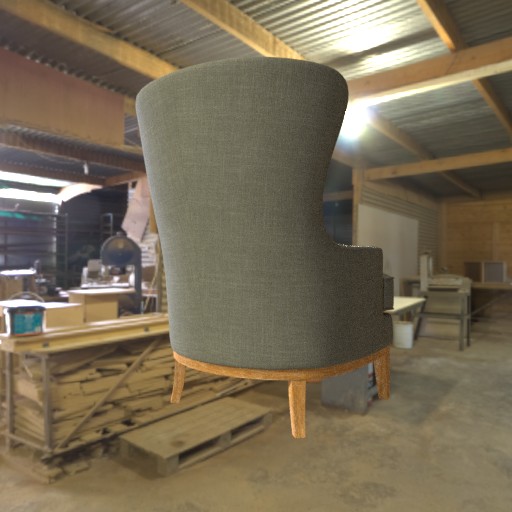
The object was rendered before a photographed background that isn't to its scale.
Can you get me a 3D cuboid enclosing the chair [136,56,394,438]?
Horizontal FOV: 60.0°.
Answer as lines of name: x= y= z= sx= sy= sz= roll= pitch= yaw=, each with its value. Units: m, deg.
chair: x=0.000 y=0.000 z=1.745 sx=0.864 sy=1.176 sz=0.883 roll=0 pitch=0 yaw=36
